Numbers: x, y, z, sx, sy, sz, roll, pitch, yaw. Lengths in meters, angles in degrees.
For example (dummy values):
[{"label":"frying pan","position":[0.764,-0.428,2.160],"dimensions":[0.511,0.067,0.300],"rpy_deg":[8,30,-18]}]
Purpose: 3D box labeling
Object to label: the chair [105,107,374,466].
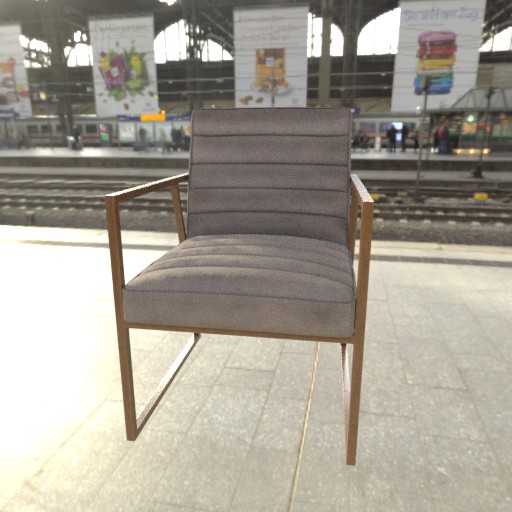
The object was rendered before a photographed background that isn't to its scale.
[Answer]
[{"label":"chair","position":[0.000,0.000,1.276],"dimensions":[0.578,0.843,0.682],"rpy_deg":[2,16,9]}]
